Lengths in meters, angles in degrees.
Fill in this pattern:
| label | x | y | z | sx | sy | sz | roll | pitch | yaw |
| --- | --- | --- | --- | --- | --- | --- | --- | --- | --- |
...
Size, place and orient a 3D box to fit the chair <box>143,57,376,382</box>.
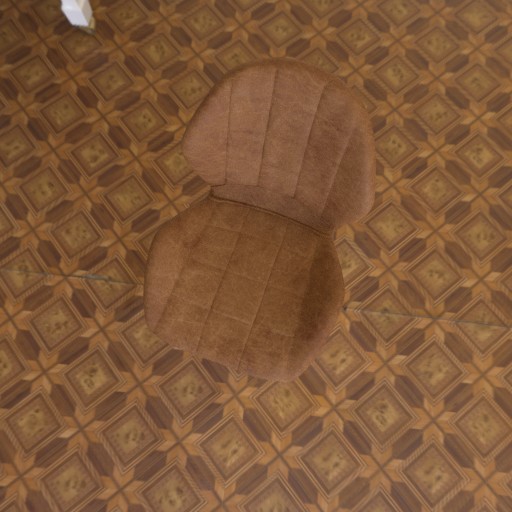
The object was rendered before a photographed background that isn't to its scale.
| label | x | y | z | sx | sy | sz | roll | pitch | yaw |
| --- | --- | --- | --- | --- | --- | --- | --- | --- | --- |
| chair | 0.000 | 0.000 | 1.283 | 0.527 | 0.929 | 0.640 | 19 | 76 | 5 |
